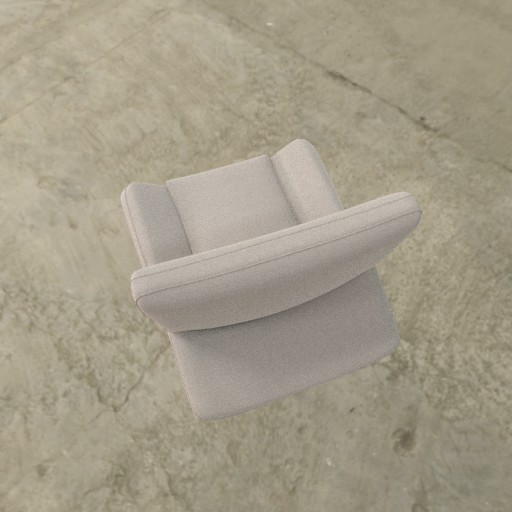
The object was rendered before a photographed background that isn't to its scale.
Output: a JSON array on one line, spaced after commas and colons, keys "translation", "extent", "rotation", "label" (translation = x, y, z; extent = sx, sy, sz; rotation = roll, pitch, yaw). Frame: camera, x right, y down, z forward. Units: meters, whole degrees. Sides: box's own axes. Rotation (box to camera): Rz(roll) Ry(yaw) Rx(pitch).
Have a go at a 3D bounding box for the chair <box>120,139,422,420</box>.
[{"translation": [0.000, 0.000, 1.669], "extent": [0.859, 0.855, 1.008], "rotation": [-17, 61, -10], "label": "chair"}]
